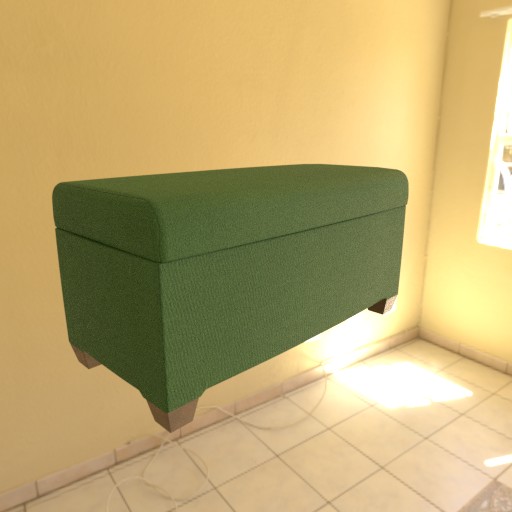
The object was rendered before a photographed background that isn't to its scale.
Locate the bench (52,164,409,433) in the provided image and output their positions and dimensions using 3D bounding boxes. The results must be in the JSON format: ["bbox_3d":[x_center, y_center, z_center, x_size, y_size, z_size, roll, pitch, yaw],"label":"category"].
[{"bbox_3d":[0.000,0.000,1.313,0.505,0.501,0.989,15,21,42],"label":"bench"}]
